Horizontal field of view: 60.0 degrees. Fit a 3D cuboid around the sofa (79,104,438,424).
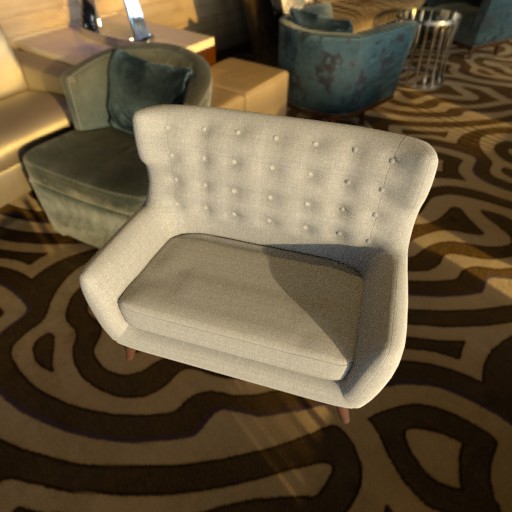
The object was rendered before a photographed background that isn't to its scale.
[{"bbox_3d":[0.000,0.000,2.037,1.386,1.028,0.884,12,42,14],"label":"sofa"}]
